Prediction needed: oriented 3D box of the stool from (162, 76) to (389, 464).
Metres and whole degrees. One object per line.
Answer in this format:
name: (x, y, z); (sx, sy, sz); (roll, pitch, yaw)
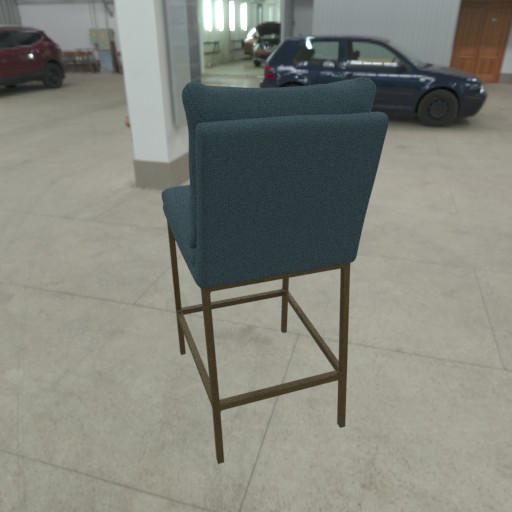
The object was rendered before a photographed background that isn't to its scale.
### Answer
stool: (0.000, 0.000, 1.335); (0.463, 1.032, 0.568); (-9, 29, -17)
